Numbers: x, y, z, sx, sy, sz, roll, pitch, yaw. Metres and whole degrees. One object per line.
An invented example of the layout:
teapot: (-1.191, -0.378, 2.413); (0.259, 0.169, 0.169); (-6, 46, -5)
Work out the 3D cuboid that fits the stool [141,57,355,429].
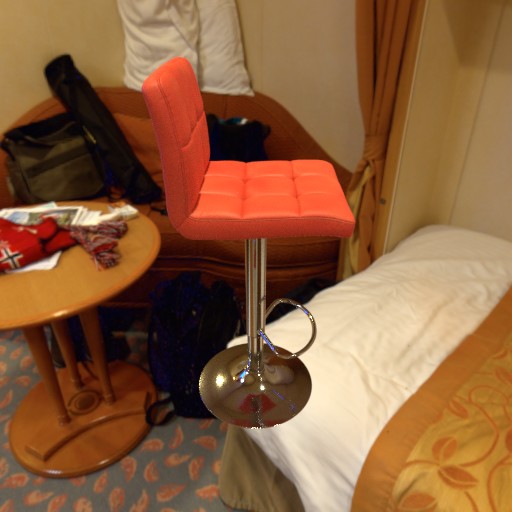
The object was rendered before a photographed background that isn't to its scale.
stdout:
stool: (0.000, 0.000, 1.393); (0.505, 1.115, 0.430); (0, 31, 0)
